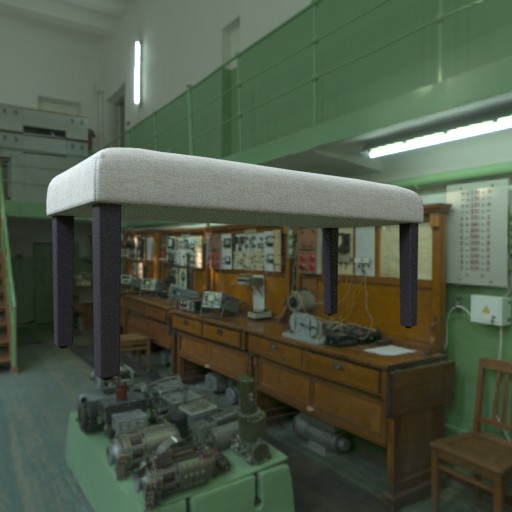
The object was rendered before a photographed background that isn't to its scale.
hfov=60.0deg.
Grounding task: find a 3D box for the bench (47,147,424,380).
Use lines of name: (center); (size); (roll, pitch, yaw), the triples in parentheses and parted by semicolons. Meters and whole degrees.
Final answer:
bench: (0.000, 0.000, 1.251); (1.013, 0.456, 0.407); (0, 1, -36)
